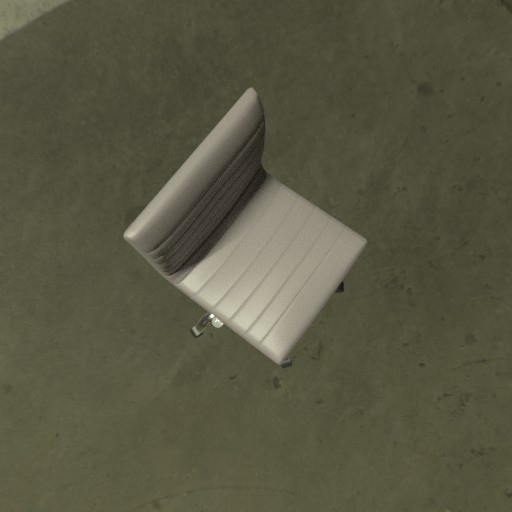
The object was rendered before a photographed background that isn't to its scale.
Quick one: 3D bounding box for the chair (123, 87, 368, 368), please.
[{"bbox_3d":[0.000,0.000,1.186,0.530,0.780,0.556,36,79,9],"label":"chair"}]
